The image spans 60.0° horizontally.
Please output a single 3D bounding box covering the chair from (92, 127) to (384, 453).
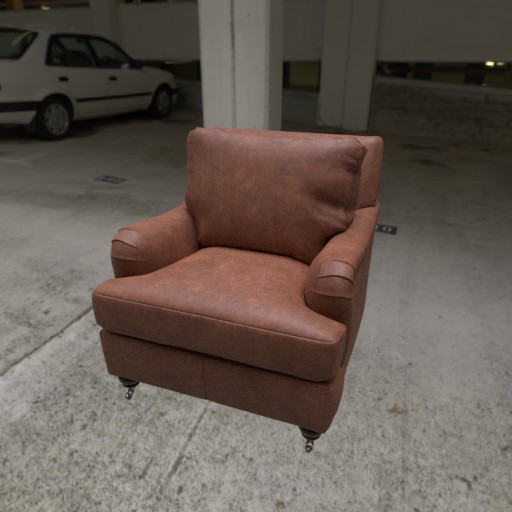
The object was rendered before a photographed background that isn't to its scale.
[{"bbox_3d":[0.000,0.000,1.998,0.986,1.055,1.158,9,26,19],"label":"chair"}]
